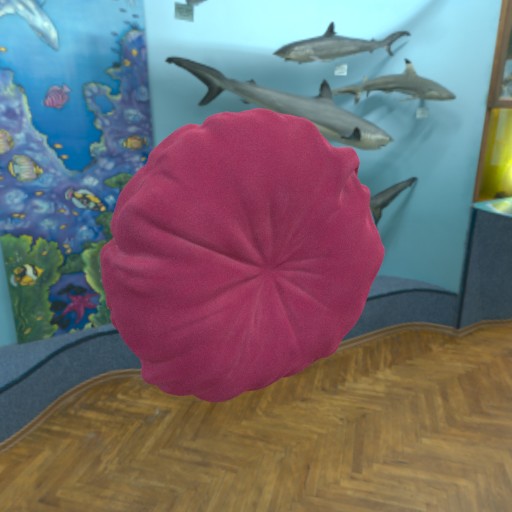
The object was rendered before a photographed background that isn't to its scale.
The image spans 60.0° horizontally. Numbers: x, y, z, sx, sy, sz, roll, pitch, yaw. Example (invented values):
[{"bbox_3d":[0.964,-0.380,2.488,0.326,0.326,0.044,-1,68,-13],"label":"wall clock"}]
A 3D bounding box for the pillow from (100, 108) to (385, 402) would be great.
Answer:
[{"bbox_3d":[0.000,0.000,0.645,0.428,0.407,0.148,-9,19,-27],"label":"pillow"}]
